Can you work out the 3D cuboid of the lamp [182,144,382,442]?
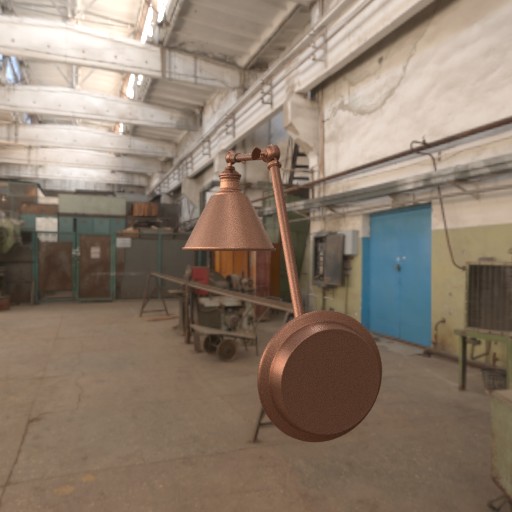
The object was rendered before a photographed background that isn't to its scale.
[{"bbox_3d":[0.000,0.000,0.871,0.223,0.502,0.624,0,0,-18],"label":"lamp"}]
